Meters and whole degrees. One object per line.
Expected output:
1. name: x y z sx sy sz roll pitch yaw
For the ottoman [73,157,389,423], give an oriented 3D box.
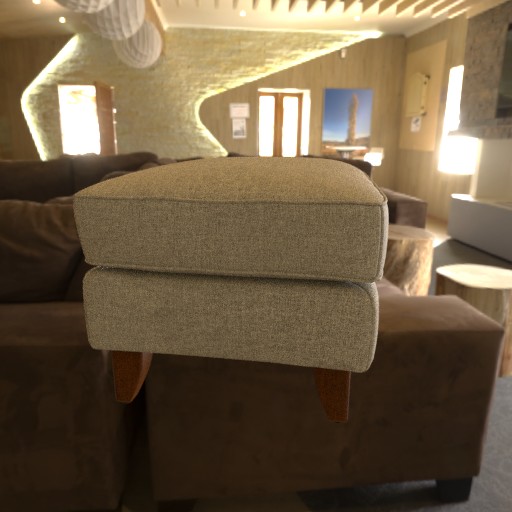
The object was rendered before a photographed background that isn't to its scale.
1. ottoman: 0.000 0.000 1.311 0.661 0.561 0.889 3 15 10
